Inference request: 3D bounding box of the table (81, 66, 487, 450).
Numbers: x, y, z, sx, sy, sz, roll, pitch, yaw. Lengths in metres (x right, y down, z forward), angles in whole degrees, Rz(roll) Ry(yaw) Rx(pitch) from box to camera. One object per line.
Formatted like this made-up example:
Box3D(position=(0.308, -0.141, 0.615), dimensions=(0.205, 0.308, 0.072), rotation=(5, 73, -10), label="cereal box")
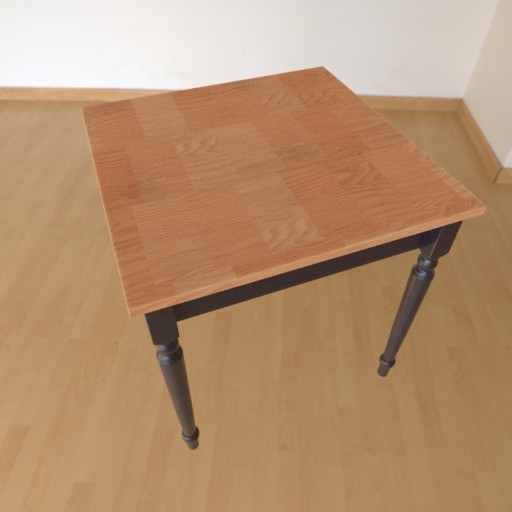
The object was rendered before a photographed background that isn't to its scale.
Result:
Box3D(position=(0.000, 0.000, 1.337), dimensions=(0.747, 0.738, 0.747), rotation=(-16, 48, -15), label="table")
